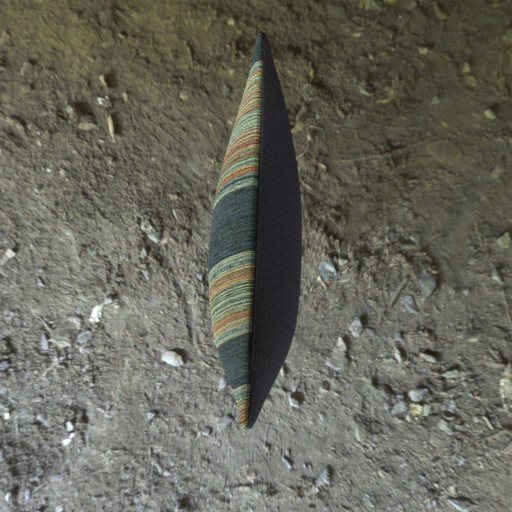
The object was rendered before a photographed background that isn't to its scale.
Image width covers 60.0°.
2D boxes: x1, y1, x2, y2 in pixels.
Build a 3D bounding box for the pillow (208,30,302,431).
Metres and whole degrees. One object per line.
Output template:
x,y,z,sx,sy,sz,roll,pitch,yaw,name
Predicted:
0.000,0.000,0.651,0.136,0.419,0.437,2,76,1,pillow
